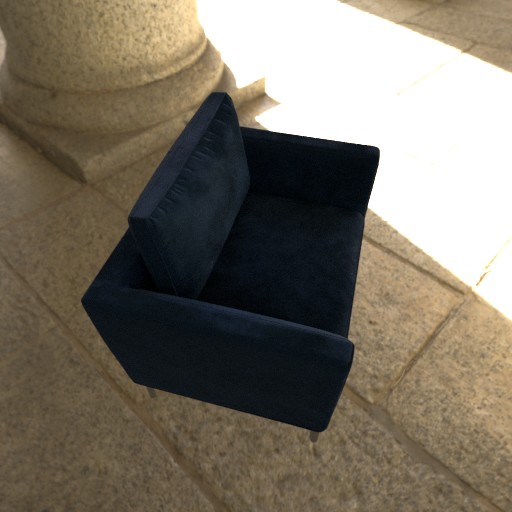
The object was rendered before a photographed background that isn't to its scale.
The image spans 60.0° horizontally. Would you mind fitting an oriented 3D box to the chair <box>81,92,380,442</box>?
[{"bbox_3d":[0.000,0.000,1.614,0.746,0.893,0.977,11,48,10],"label":"chair"}]
